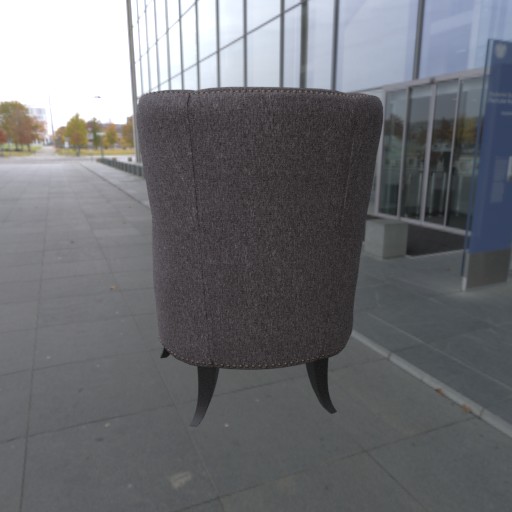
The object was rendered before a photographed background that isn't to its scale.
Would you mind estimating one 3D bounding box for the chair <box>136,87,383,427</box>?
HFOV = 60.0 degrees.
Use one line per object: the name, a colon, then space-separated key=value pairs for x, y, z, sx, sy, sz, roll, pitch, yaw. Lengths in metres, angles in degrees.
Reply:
chair: x=0.000 y=0.000 z=1.588 sx=0.759 sy=1.060 sz=0.758 roll=-2 pitch=14 yaw=-9
